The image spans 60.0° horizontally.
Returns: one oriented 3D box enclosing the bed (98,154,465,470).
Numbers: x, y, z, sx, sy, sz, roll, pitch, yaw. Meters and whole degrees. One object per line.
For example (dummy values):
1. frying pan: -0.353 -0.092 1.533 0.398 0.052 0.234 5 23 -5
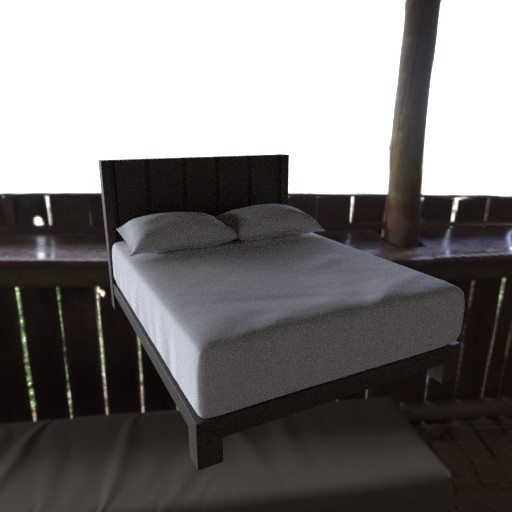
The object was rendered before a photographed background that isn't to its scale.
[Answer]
1. bed: 0.000 0.000 3.187 1.727 1.270 2.242 -8 18 -26
